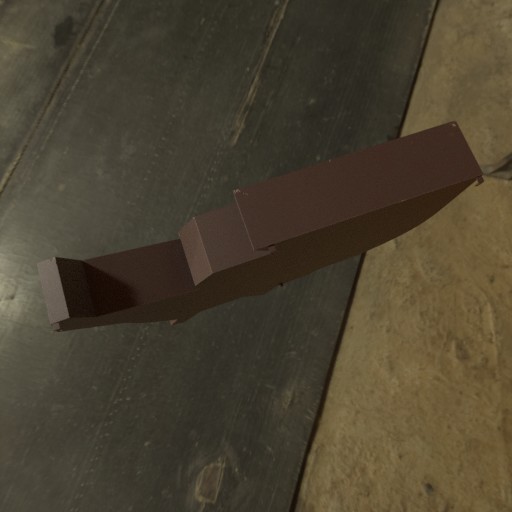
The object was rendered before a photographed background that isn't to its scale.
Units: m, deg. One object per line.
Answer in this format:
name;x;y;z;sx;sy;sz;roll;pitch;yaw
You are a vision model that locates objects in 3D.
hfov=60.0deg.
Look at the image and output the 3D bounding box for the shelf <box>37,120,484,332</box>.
shelf;0.000;0.000;0.892;0.729;0.439;0.112;-18;76;-5
